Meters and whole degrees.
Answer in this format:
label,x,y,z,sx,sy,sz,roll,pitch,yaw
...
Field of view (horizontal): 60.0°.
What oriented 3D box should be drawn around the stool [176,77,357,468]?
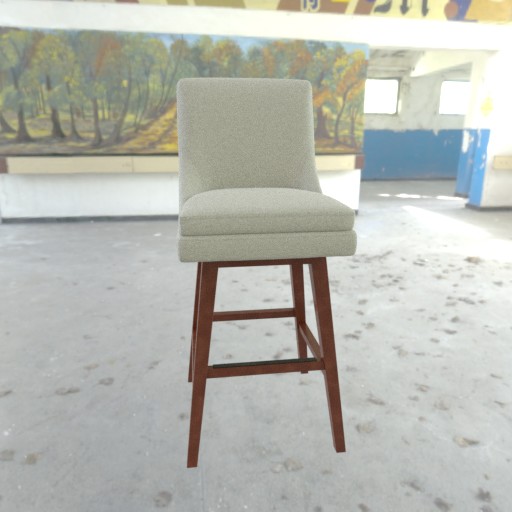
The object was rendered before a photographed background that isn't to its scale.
label,x,y,z,sx,sy,sz,roll,pitch,yaw
stool,0.000,0.000,1.389,0.470,1.092,0.559,-2,16,-8
